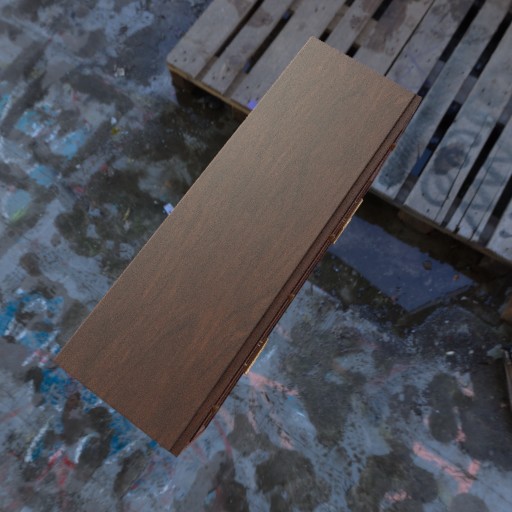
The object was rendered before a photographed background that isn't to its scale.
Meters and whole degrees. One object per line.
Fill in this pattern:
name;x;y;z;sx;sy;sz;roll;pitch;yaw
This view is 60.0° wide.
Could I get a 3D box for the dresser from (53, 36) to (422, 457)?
dresser;0.000;0.000;1.915;0.500;0.889;1.472;34;77;9
